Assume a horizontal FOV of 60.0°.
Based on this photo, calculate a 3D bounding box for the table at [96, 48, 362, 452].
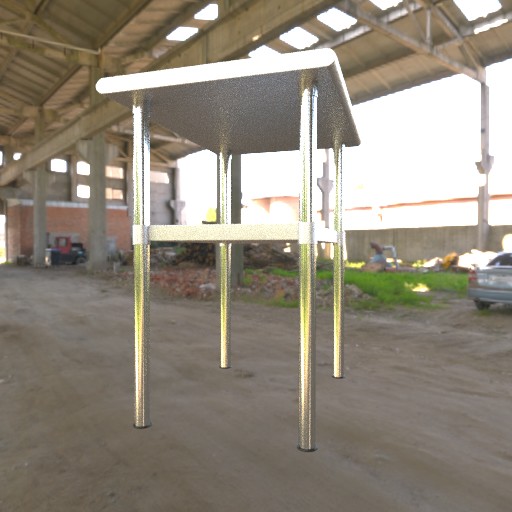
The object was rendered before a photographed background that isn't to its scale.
[{"bbox_3d":[0.000,0.000,1.368,0.584,0.876,0.762,0,1,17],"label":"table"}]
